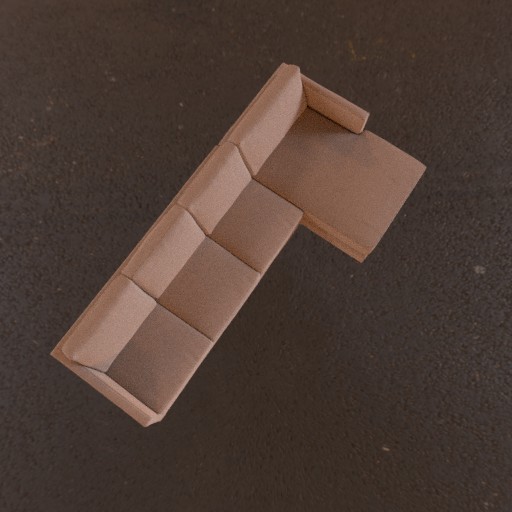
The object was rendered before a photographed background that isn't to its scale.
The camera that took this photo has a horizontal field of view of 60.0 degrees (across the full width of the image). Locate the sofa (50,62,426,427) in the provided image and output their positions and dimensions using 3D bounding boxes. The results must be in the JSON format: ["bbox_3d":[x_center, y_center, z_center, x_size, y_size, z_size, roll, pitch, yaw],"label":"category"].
[{"bbox_3d":[0.000,0.000,3.811,1.625,0.861,3.186,34,78,8],"label":"sofa"}]
